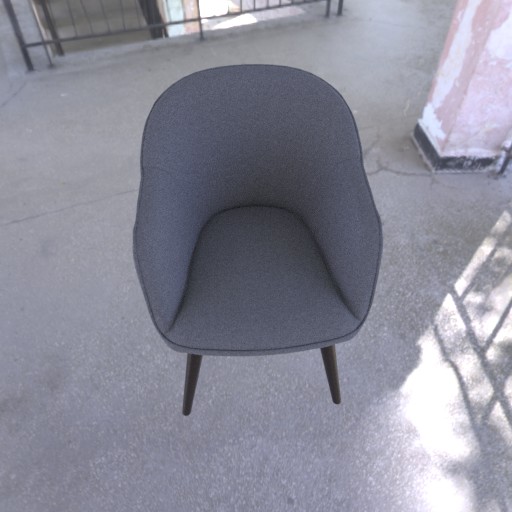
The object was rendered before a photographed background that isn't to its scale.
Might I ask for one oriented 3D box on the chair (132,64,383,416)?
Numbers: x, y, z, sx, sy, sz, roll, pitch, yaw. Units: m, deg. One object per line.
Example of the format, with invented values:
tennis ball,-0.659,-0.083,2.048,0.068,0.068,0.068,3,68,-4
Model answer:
chair,0.000,0.000,1.233,0.589,0.810,0.611,-3,47,-3
